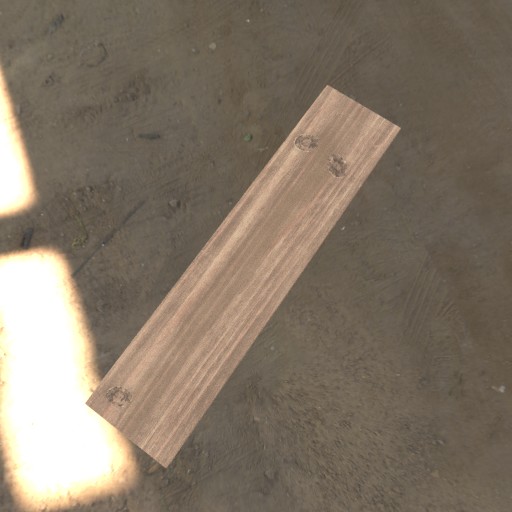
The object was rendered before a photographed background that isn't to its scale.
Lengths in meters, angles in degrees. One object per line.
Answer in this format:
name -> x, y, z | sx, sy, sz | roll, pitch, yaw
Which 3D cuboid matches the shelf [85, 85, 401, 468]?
shelf -> 0.000, 0.000, 0.664 | 0.140, 0.020, 0.610 | 34, 77, 9
